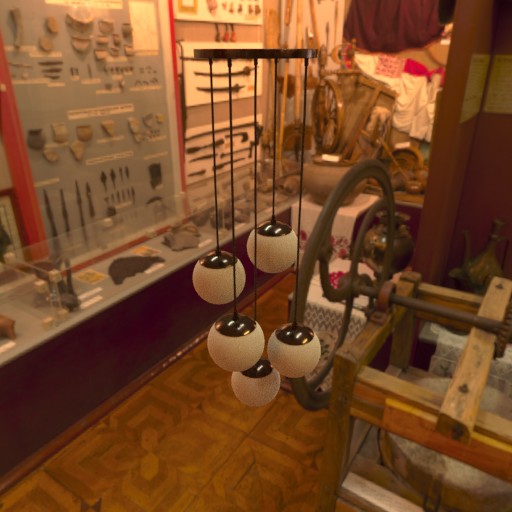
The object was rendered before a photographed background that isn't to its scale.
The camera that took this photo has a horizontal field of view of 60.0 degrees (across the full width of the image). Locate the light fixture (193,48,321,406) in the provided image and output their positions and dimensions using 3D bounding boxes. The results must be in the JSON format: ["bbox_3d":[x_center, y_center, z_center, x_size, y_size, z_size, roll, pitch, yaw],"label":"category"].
[{"bbox_3d":[0.000,0.000,1.500,0.484,1.271,0.489,16,30,31],"label":"light fixture"}]
